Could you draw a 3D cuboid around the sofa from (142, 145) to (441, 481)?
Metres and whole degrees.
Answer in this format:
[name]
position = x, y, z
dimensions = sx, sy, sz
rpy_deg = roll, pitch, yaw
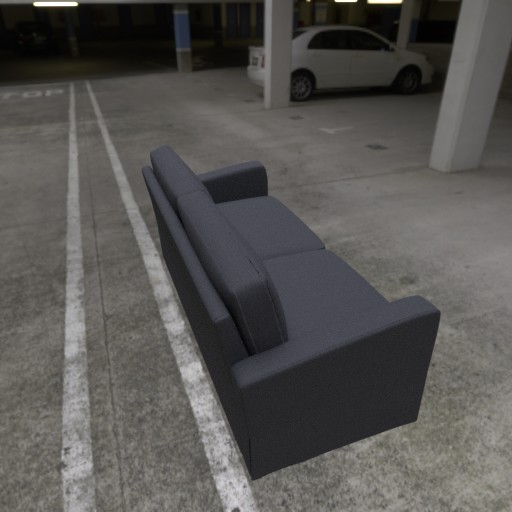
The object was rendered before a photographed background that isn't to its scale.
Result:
[sofa]
position = 0.000, 0.000, 2.347
dimensions = 0.898, 0.839, 1.852
rpy_deg = -11, 32, -18
